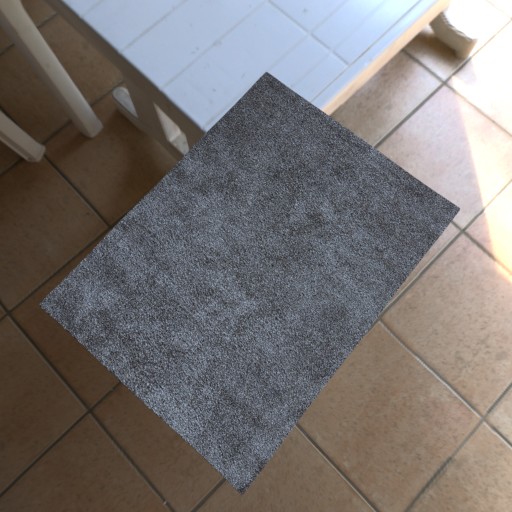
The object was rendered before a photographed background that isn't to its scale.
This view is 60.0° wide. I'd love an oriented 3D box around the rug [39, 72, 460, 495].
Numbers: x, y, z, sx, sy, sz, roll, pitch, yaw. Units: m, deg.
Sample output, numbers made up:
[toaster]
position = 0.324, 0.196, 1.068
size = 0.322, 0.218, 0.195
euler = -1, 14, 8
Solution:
[rug]
position = 0.000, 0.000, 2.050
size = 1.198, 0.025, 1.601
euler = 39, 78, 10
